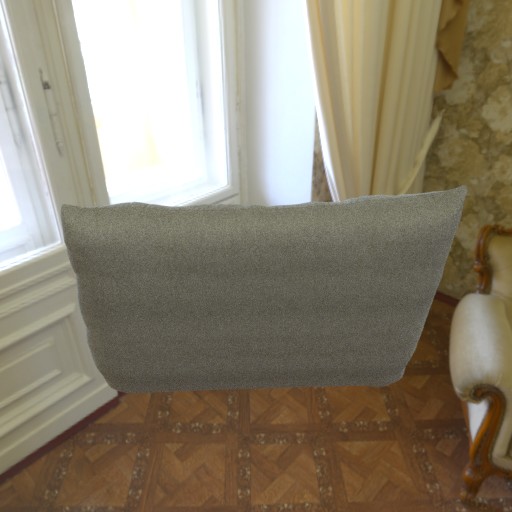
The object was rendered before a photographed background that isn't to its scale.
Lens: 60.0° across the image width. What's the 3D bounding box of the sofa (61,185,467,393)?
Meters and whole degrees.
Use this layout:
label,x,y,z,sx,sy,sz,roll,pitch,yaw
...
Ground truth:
label,x,y,z,sx,sy,sz,roll,pitch,yaw
sofa,0.000,0.000,1.689,1.144,0.795,0.847,-1,30,-2
